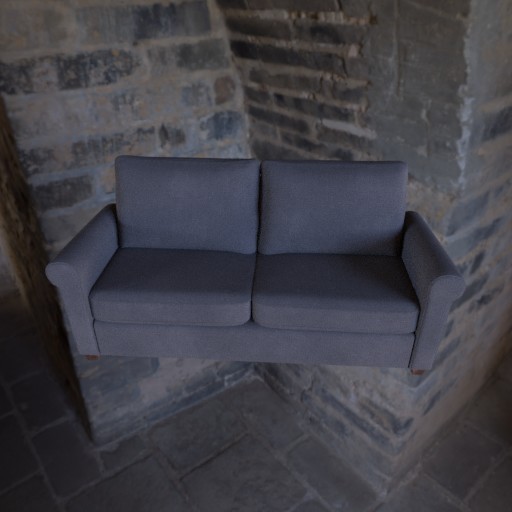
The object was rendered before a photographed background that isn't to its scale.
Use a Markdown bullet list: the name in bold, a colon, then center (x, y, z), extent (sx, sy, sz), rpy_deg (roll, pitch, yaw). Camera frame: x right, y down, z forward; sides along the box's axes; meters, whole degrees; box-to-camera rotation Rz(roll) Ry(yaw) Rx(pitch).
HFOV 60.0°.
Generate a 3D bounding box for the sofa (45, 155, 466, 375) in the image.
- **sofa**: center (0.000, 0.000, 2.444), extent (1.935, 0.942, 0.842), rpy_deg (2, 30, 3)
